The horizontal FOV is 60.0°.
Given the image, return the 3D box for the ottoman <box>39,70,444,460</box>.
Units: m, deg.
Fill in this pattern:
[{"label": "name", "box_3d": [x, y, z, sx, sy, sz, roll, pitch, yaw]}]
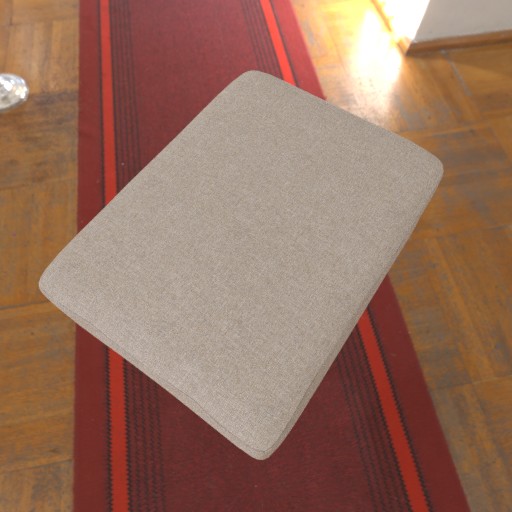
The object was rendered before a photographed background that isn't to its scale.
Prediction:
[{"label": "ottoman", "box_3d": [0.000, 0.000, 1.286, 0.677, 0.519, 0.898, 31, 67, 15]}]
